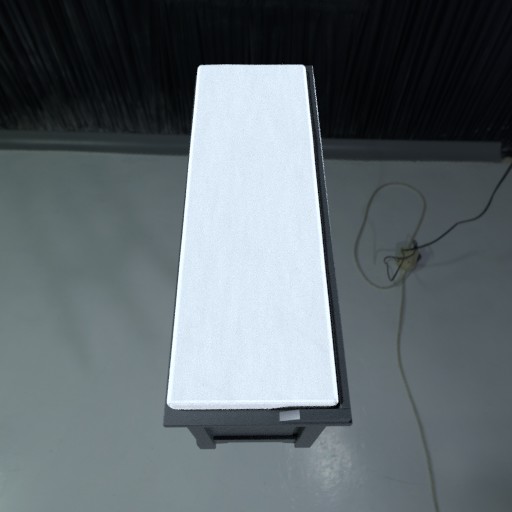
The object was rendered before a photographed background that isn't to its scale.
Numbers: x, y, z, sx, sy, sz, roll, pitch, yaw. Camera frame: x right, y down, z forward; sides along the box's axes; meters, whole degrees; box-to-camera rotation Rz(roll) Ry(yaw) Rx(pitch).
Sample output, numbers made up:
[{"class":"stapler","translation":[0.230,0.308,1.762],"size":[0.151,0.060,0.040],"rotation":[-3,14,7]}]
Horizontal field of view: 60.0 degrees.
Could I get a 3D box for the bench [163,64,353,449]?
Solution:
[{"class":"bench","translation":[0.000,0.000,1.240],"size":[0.345,0.561,0.973],"rotation":[0,59,0]}]
